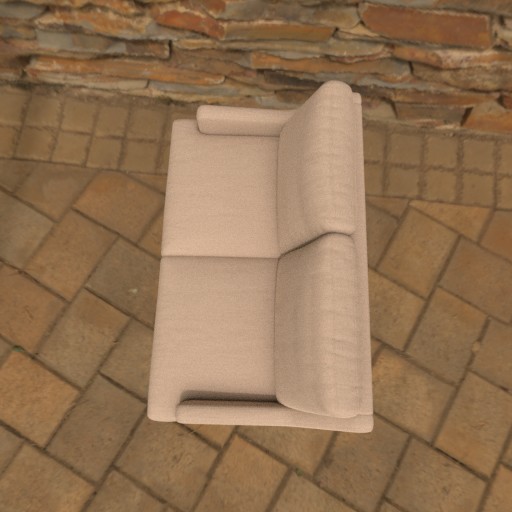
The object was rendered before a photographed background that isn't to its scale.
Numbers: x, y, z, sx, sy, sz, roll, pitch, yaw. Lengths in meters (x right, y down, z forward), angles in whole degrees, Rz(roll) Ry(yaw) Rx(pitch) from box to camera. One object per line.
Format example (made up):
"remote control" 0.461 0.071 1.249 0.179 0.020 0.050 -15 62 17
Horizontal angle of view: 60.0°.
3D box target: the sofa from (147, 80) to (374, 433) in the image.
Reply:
"sofa" 0.000 0.000 2.244 1.004 0.910 1.619 2 75 0
